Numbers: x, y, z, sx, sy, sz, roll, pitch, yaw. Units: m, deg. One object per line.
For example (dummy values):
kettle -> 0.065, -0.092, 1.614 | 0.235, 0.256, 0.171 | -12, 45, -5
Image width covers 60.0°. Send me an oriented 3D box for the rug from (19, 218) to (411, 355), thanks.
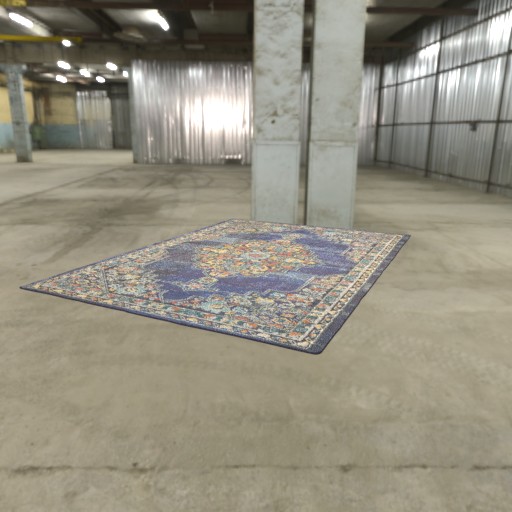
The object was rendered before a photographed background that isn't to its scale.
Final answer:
rug -> 0.000, 0.000, 2.890 | 1.630, 0.009, 2.232 | 7, 17, 26
